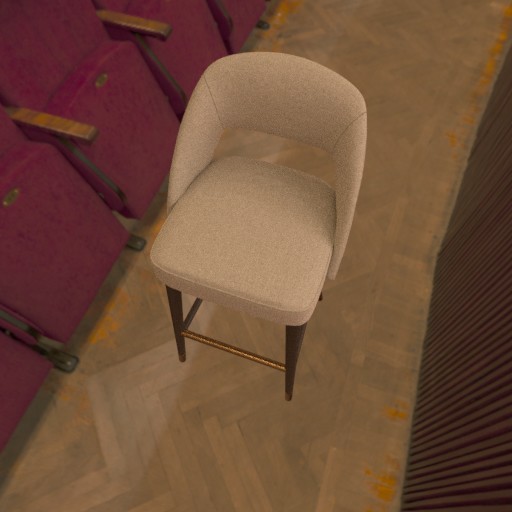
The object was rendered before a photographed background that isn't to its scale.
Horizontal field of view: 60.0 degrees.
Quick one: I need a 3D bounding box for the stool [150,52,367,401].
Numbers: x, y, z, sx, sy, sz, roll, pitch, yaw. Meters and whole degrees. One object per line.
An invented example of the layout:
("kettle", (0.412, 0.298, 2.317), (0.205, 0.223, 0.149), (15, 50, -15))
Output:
("stool", (0.000, 0.000, 1.352), (0.494, 1.037, 0.509), (17, 60, 10))
